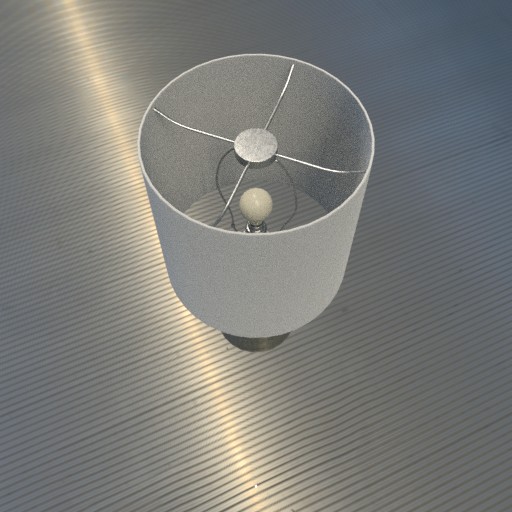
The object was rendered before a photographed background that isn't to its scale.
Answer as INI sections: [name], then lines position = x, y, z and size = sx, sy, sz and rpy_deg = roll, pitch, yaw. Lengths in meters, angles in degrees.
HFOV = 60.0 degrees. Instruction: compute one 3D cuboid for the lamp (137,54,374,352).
[lamp]
position = 0.000, 0.000, 0.471
size = 0.186, 0.369, 0.186
rpy_deg = 0, 63, 0
